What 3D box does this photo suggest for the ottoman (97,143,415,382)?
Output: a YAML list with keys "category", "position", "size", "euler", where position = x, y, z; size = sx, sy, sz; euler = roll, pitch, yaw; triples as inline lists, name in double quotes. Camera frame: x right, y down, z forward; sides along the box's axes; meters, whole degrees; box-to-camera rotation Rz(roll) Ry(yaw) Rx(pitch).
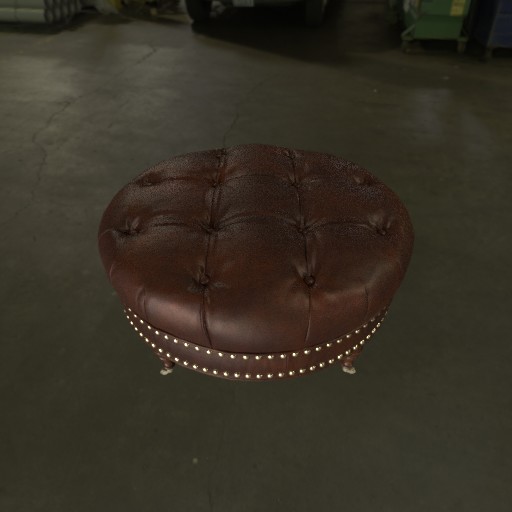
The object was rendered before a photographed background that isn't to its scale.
- category: "ottoman"
  position: [0.000, 0.000, 1.387]
  size: [0.901, 0.455, 0.901]
  euler: [0, 39, 0]
